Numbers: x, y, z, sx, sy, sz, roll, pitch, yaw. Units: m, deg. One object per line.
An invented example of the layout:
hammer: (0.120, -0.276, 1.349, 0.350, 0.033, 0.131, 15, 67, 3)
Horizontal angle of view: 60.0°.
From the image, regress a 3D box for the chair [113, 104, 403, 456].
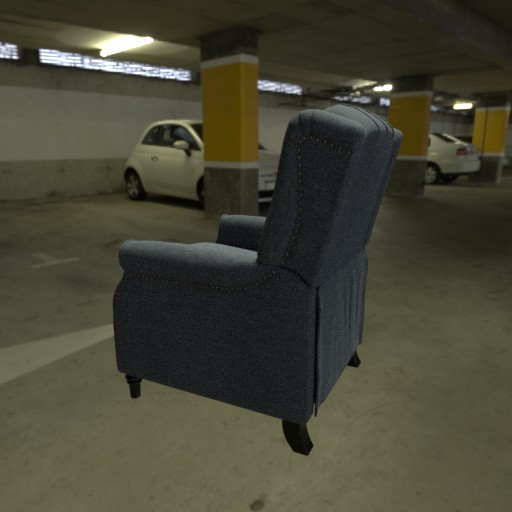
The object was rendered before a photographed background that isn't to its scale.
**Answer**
chair: (0.000, 0.000, 1.649, 0.898, 1.035, 0.742, 7, 16, 26)
